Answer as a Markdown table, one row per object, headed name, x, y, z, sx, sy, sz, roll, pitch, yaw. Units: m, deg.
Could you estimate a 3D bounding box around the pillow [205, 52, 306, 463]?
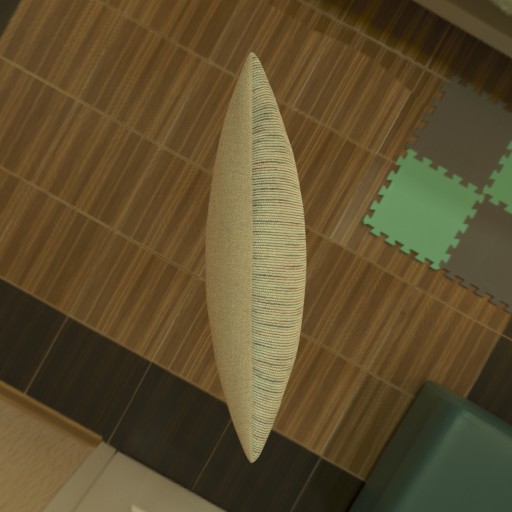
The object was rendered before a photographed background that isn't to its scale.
| name | x | y | z | sx | sy | sz | roll | pitch | yaw |
| --- | --- | --- | --- | --- | --- | --- | --- | --- | --- |
| pillow | 0.000 | 0.000 | 0.790 | 0.178 | 0.506 | 0.512 | 0 | 90 | 0 |
